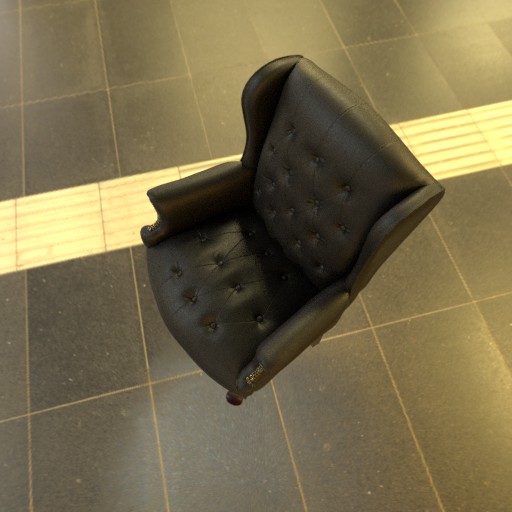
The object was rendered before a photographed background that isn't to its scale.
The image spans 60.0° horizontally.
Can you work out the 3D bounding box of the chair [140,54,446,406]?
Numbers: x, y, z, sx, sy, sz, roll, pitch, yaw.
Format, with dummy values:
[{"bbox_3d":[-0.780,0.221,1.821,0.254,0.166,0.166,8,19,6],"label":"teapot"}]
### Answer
[{"bbox_3d":[0.000,0.000,1.664,0.822,1.133,0.831,-31,67,-15],"label":"chair"}]
